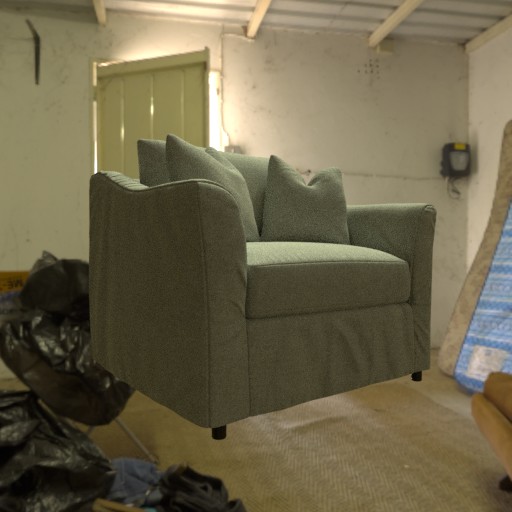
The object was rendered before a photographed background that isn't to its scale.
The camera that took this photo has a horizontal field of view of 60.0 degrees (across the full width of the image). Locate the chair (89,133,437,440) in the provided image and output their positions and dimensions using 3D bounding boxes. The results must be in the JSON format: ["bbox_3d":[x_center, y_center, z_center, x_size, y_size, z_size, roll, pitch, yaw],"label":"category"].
[{"bbox_3d":[0.000,0.000,1.988,1.194,1.059,1.071,0,0,-36],"label":"chair"}]
